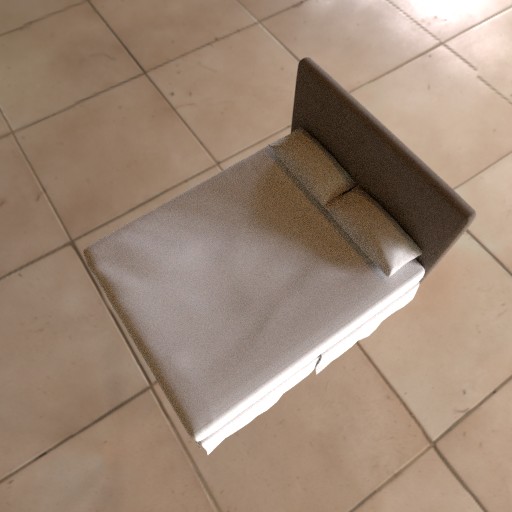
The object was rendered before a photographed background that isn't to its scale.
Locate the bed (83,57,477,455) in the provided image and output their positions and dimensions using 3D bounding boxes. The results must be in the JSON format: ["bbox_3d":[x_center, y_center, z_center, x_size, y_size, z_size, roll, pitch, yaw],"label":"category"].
[{"bbox_3d":[0.000,0.000,3.206,2.142,1.330,1.723,-32,68,-15],"label":"bed"}]
